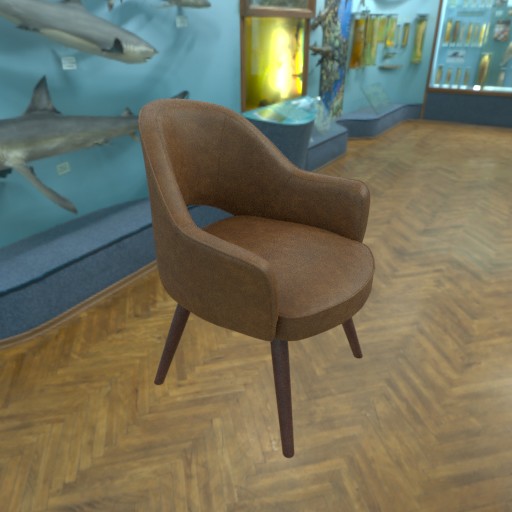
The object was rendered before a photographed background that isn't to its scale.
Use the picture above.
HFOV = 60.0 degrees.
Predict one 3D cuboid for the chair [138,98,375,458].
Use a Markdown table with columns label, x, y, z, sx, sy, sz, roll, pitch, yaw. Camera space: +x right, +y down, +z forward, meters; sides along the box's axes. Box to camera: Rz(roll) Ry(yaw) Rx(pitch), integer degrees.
| label | x | y | z | sx | sy | sz | roll | pitch | yaw |
| --- | --- | --- | --- | --- | --- | --- | --- | --- | --- |
| chair | 0.000 | 0.000 | 1.227 | 0.640 | 0.777 | 0.591 | 17 | 32 | 30 |
